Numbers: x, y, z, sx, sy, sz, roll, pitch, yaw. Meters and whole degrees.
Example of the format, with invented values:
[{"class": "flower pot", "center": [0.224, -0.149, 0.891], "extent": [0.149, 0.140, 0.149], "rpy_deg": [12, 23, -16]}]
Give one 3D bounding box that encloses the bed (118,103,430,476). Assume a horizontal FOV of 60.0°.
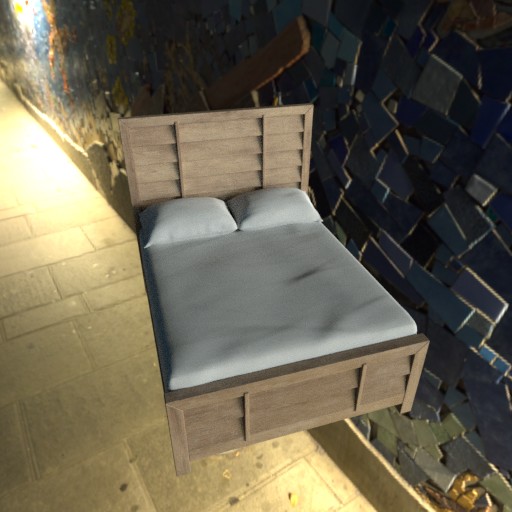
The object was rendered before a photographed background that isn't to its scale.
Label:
[{"class": "bed", "center": [0.000, 0.000, 3.239], "extent": [1.615, 1.631, 2.017], "rpy_deg": [-9, 33, -15]}]
